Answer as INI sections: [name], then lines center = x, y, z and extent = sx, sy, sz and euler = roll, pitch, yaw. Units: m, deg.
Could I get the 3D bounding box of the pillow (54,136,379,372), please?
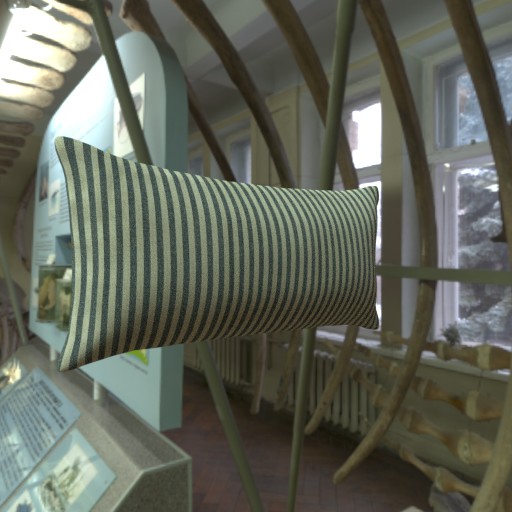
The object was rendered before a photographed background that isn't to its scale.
[pillow]
center = 0.000, 0.000, 0.729
extent = 0.617, 0.295, 0.151
euler = 0, -1, -36
